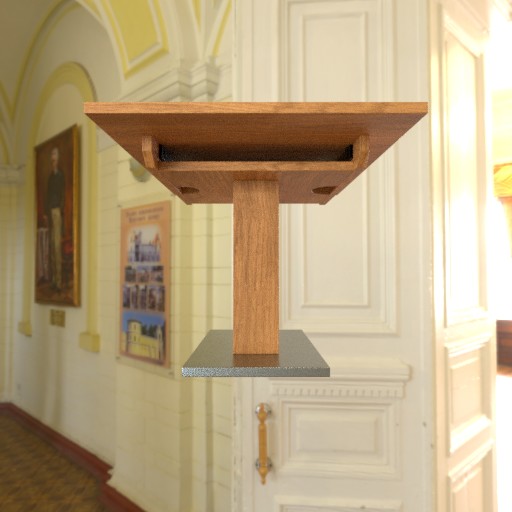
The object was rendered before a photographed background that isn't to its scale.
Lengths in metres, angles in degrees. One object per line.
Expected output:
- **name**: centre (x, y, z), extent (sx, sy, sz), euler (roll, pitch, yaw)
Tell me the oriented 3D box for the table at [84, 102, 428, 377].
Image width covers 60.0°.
- **table**: centre (0.000, 0.000, 1.798), extent (0.900, 0.770, 1.300), euler (0, -2, 0)
